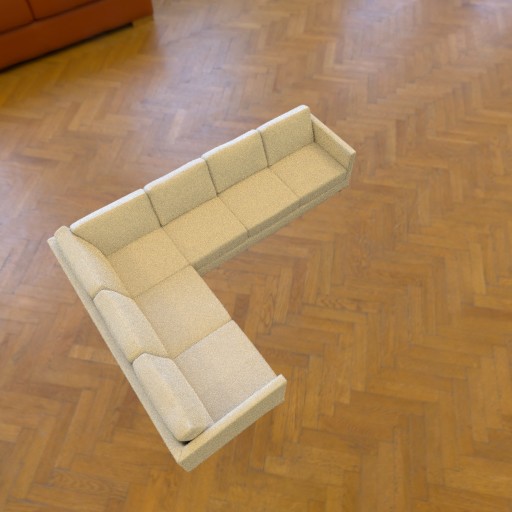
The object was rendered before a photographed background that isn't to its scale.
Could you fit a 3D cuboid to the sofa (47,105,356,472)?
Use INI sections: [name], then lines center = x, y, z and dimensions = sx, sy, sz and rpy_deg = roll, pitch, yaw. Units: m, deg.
[sofa]
center = 0.000, 0.000, 4.389
dimensions = 3.182, 0.863, 2.432
rpy_deg = -32, 63, -18
